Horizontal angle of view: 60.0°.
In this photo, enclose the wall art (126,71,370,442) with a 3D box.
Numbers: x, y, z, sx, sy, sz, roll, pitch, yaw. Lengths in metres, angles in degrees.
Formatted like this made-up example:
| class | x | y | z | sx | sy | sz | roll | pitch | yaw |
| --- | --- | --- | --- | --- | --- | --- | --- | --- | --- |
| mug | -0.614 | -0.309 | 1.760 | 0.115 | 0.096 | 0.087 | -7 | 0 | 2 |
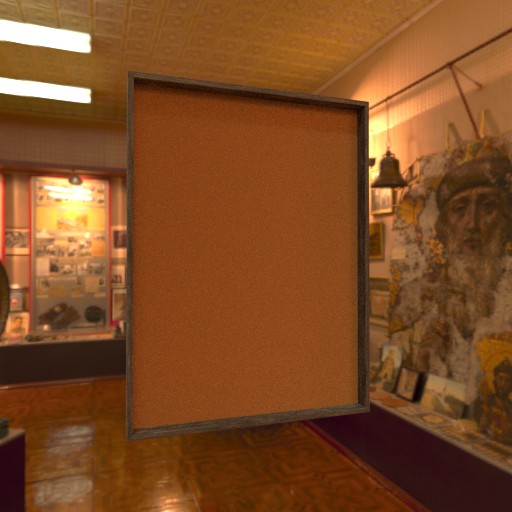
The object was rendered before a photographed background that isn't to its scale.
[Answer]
| class | x | y | z | sx | sy | sz | roll | pitch | yaw |
| --- | --- | --- | --- | --- | --- | --- | --- | --- | --- |
| wall art | 0.000 | 0.000 | 1.362 | 0.762 | 1.016 | 0.063 | 0 | -1 | -18 |
